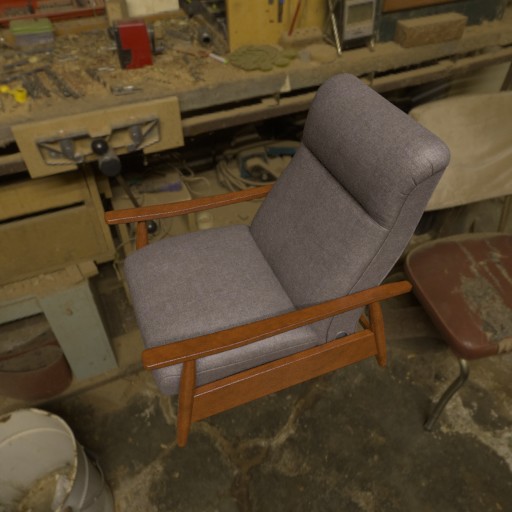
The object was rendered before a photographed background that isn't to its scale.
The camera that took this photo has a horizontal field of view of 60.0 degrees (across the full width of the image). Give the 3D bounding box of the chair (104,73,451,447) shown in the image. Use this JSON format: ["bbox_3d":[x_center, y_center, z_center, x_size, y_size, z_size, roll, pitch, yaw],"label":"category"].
[{"bbox_3d":[0.000,0.000,1.723,1.014,1.081,0.762,-16,47,-16],"label":"chair"}]
